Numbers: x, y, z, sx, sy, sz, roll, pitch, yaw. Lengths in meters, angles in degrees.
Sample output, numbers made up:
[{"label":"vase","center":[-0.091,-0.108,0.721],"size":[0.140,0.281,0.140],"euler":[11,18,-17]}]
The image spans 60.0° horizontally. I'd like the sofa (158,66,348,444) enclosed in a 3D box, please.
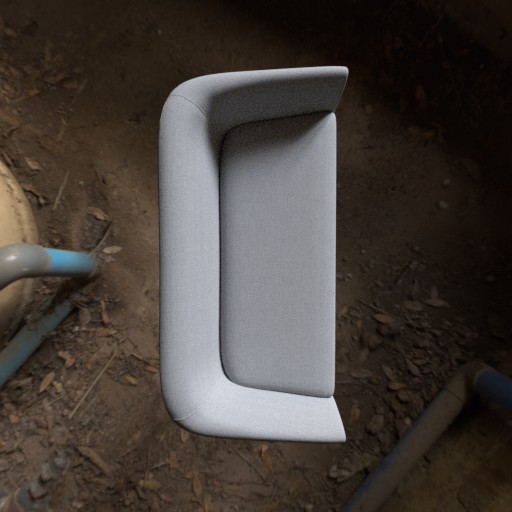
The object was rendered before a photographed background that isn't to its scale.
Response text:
[{"label":"sofa","center":[0.000,0.000,1.907],"size":[0.705,0.721,1.452],"euler":[0,92,-1]}]
